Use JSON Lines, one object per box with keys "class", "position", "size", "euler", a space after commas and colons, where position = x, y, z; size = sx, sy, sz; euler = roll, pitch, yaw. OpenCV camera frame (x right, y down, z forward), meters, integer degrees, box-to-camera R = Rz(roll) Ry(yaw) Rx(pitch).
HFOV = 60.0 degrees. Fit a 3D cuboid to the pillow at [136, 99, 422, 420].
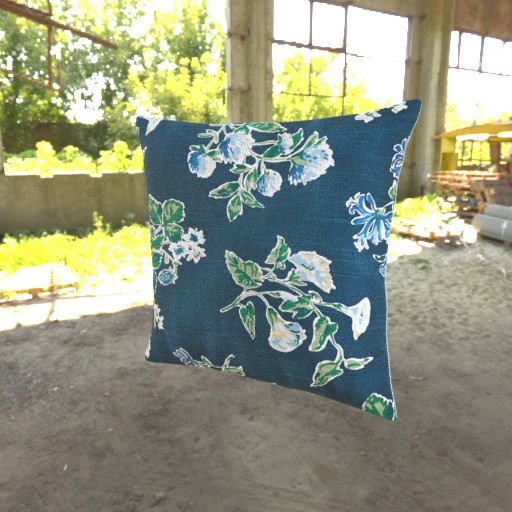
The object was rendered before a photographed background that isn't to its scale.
{"class": "pillow", "position": [0.000, 0.000, 0.796], "size": [0.525, 0.508, 0.166], "euler": [6, 14, 25]}
